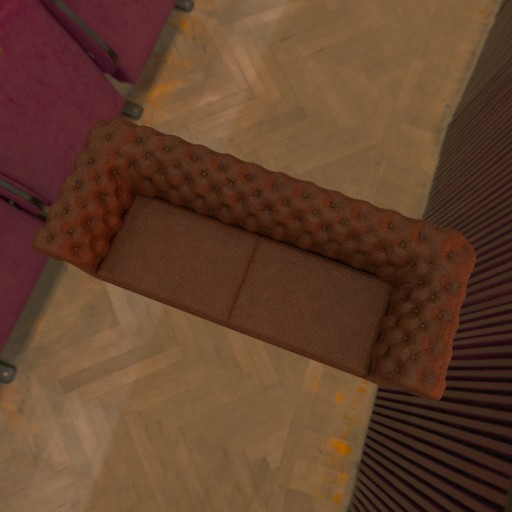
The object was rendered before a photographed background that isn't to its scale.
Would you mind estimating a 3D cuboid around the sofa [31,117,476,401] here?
[{"bbox_3d":[0.000,0.000,2.764,2.385,0.783,0.944,20,76,5],"label":"sofa"}]
